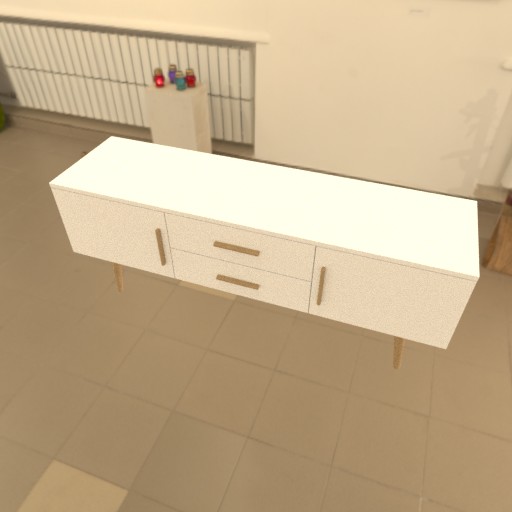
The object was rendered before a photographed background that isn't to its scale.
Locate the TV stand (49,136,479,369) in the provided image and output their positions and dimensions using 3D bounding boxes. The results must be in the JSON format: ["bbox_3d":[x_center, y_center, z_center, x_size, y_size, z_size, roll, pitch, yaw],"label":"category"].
[{"bbox_3d":[0.000,0.000,1.674,1.398,0.560,0.401,13,43,15],"label":"TV stand"}]
